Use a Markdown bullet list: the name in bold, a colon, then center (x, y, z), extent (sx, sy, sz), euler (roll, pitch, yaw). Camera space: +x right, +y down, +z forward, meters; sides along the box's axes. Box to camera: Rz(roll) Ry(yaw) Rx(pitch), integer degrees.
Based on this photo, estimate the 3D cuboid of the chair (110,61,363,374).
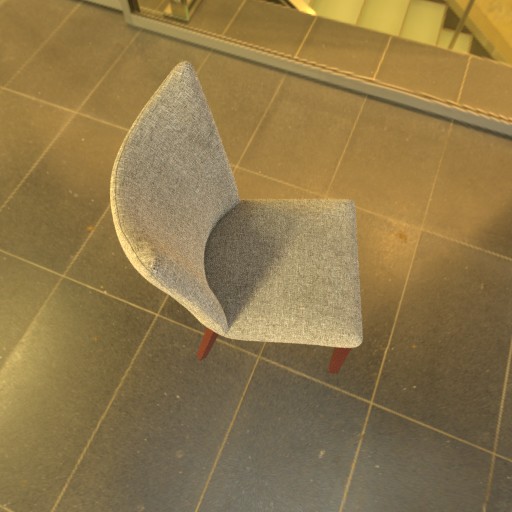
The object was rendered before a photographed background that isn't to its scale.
- **chair**: center (0.000, 0.000, 1.301), extent (0.623, 0.924, 0.535), euler (3, 64, 1)
